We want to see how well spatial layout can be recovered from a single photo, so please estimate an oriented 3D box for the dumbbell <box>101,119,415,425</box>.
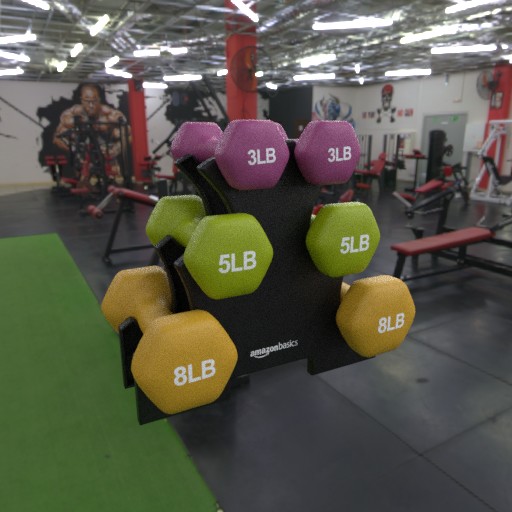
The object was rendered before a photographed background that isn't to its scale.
[{"bbox_3d":[0.000,0.000,0.467,0.300,0.271,0.190,-8,18,-26],"label":"dumbbell"}]
